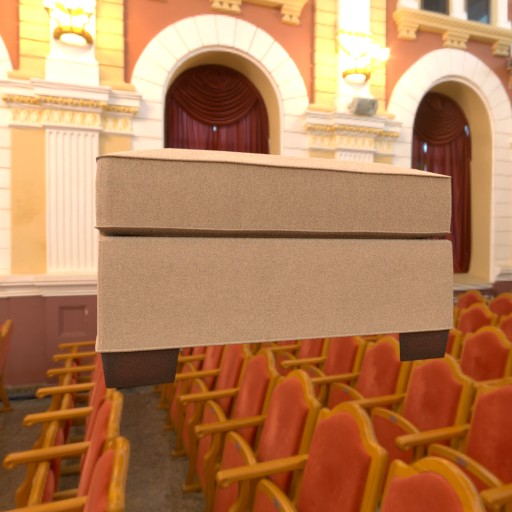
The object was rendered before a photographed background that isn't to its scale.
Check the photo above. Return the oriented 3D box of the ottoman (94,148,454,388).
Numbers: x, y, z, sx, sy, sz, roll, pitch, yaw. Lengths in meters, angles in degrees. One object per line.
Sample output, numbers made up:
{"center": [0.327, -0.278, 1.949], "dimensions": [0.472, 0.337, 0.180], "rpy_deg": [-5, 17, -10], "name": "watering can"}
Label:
{"center": [0.000, 0.000, 1.250], "dimensions": [0.846, 0.503, 0.617], "rpy_deg": [0, 1, -18], "name": "ottoman"}
